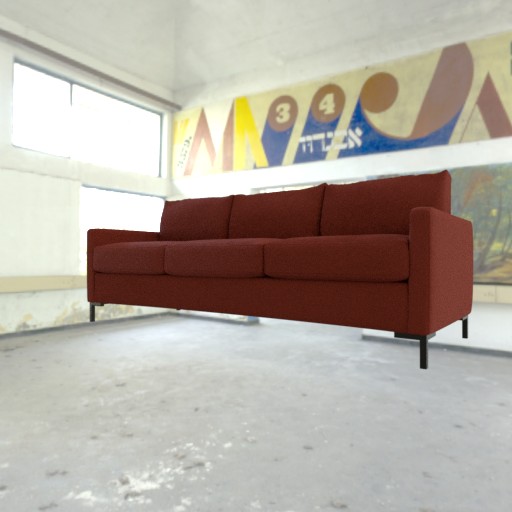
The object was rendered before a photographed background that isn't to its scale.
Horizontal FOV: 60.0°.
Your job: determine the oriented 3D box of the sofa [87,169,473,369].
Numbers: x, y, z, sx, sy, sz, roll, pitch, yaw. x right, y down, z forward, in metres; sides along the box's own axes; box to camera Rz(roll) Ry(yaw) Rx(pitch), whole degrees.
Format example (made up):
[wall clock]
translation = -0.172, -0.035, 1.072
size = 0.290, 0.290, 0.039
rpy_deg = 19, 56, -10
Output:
[sofa]
translation = 0.000, 0.000, 2.657
size = 2.252, 0.879, 0.875
rpy_deg = 0, 0, 36
